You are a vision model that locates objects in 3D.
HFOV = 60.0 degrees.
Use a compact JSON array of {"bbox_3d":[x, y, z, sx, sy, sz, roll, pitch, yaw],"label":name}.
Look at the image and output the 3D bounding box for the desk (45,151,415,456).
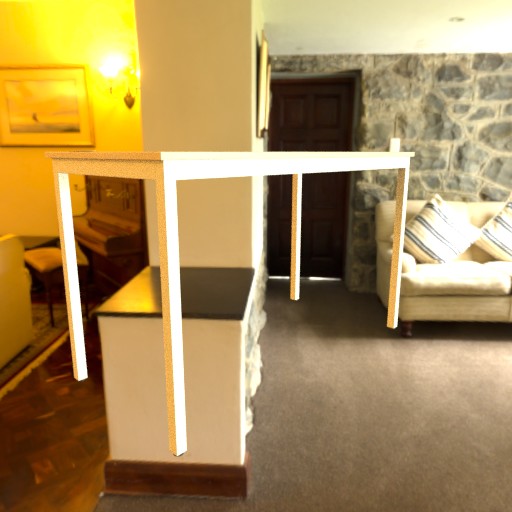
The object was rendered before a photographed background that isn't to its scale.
[{"bbox_3d":[0.000,0.000,1.629,0.600,0.750,1.200,12,18,42],"label":"desk"}]
